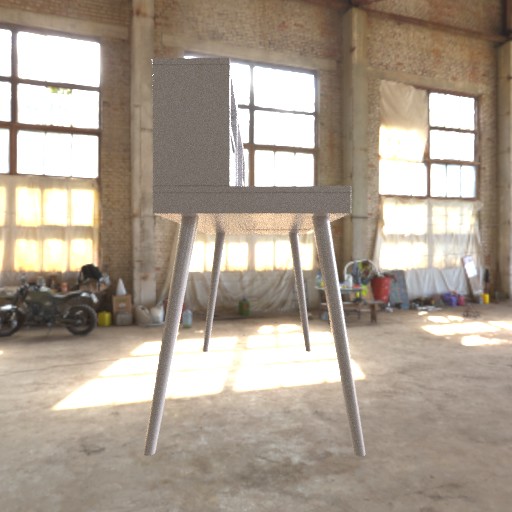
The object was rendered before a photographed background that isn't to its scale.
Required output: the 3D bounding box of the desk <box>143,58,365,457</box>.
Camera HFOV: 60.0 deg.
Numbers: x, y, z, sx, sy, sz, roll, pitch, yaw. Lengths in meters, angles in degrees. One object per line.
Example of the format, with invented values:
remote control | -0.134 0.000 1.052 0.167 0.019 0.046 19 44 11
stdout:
desk | 0.000 0.000 1.699 0.559 0.990 1.199 0 0 0
